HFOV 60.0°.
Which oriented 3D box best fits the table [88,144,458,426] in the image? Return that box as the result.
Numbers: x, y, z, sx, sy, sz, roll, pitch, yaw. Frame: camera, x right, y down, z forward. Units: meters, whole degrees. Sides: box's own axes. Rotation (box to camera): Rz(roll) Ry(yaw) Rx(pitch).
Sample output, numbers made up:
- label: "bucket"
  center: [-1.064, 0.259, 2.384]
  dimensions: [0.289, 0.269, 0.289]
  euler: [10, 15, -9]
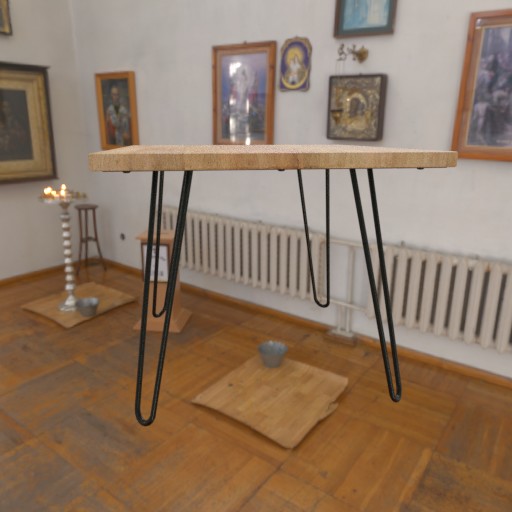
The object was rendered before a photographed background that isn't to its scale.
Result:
- label: "table"
  center: [0.000, 0.000, 1.053]
  dimensions: [0.599, 0.500, 0.599]
  euler: [-2, 15, -9]
